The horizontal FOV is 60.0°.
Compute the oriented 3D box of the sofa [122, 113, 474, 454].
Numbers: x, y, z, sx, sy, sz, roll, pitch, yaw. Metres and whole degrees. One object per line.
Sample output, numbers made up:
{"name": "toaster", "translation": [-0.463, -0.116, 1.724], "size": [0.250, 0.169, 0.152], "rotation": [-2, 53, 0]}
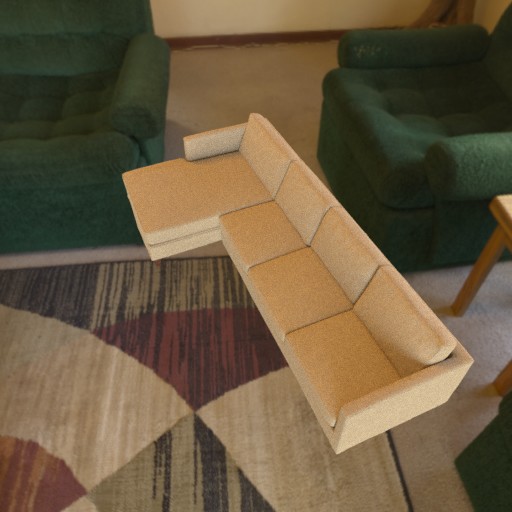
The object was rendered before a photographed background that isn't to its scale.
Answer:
{"name": "sofa", "translation": [0.000, 0.000, 3.721], "size": [1.625, 0.846, 3.186], "rotation": [-18, 50, -16]}
